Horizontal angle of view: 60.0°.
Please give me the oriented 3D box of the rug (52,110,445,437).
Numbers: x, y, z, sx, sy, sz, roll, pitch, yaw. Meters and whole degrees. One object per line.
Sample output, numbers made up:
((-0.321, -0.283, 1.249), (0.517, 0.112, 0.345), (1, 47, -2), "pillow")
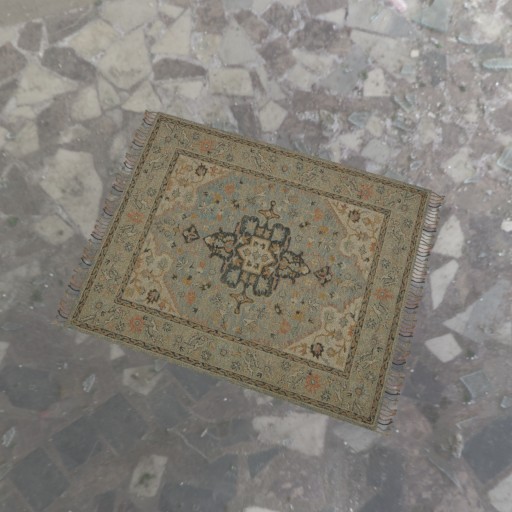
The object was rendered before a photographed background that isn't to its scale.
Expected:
((0.000, 0.000, 3.513), (2.651, 0.010, 1.971), (17, 75, 5), "rug")
